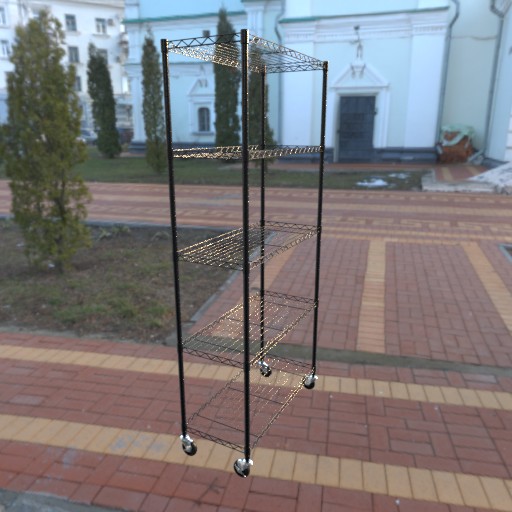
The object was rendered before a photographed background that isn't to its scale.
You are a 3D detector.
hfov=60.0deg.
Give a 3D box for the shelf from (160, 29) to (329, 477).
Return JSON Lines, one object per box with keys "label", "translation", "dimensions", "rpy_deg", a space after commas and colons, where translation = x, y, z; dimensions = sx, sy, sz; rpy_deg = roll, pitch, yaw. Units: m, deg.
{"label": "shelf", "translation": [0.000, 0.000, 1.943], "dimensions": [0.356, 1.645, 0.762], "rpy_deg": [8, 18, 27]}
